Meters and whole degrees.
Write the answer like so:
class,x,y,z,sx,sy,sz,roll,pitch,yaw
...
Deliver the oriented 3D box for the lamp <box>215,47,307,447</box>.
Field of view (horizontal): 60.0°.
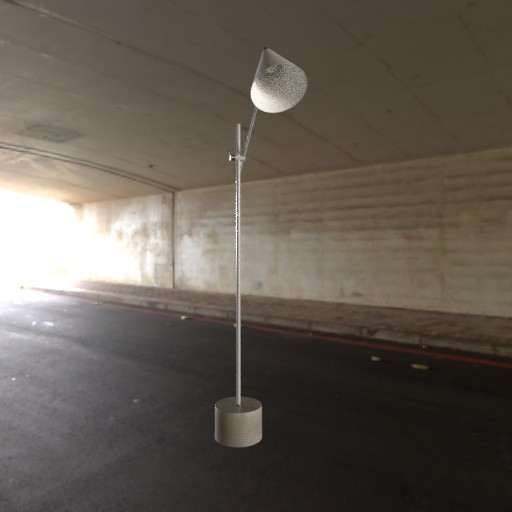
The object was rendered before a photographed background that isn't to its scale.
class,x,y,z,sx,sy,sz,roll,pitch,yaw
lamp,0.000,0.000,1.585,0.223,1.430,0.508,0,1,-19
